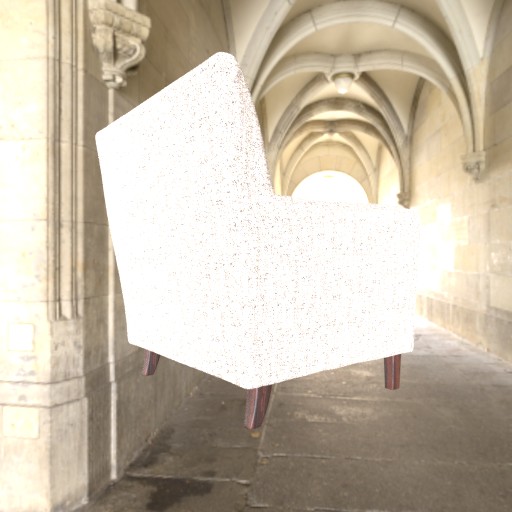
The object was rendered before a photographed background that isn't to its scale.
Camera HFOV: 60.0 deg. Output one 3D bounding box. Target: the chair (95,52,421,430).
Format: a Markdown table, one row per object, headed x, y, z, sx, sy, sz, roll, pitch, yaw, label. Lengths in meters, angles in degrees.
| x | y | z | sx | sy | sz | roll | pitch | yaw | label |
| --- | --- | --- | --- | --- | --- | --- | --- | --- | --- |
| 0.000 | 0.000 | 1.592 | 0.873 | 0.928 | 0.864 | 0 | 0 | -38 | chair |
